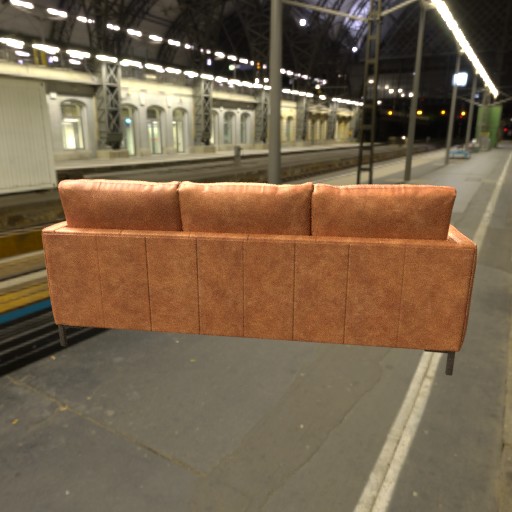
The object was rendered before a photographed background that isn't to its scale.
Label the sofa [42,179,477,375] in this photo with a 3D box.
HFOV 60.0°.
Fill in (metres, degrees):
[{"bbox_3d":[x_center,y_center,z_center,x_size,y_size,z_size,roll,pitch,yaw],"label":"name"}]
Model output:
[{"bbox_3d":[0.000,0.000,2.399,2.029,0.863,0.748,2,16,8],"label":"sofa"}]
